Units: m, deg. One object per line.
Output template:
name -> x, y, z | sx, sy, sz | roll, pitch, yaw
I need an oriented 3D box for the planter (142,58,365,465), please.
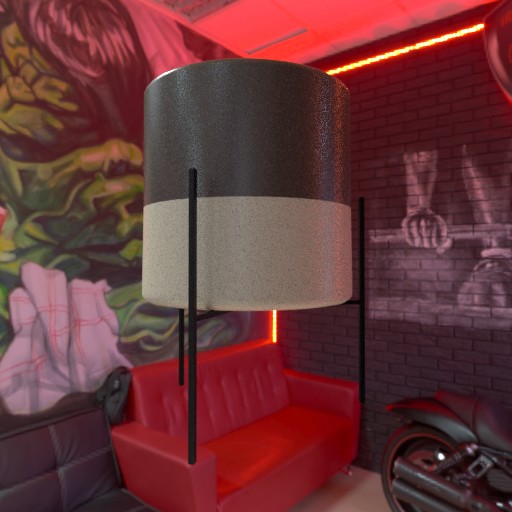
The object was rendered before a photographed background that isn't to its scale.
planter -> 0.000, 0.000, 0.519 | 0.260, 0.353, 0.250 | 0, -1, -18
